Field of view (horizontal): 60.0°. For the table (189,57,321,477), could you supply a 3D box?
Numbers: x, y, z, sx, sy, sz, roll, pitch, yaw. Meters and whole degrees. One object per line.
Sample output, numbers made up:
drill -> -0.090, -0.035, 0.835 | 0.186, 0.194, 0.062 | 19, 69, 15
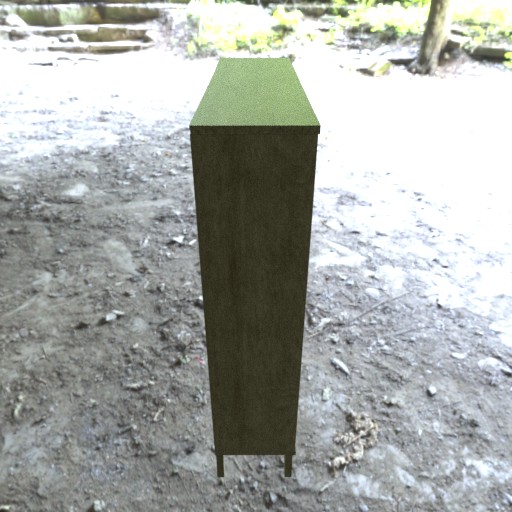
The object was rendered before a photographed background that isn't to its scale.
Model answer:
table -> 0.000, 0.000, 1.522 | 0.256, 1.135, 0.902 | 0, 32, 0
